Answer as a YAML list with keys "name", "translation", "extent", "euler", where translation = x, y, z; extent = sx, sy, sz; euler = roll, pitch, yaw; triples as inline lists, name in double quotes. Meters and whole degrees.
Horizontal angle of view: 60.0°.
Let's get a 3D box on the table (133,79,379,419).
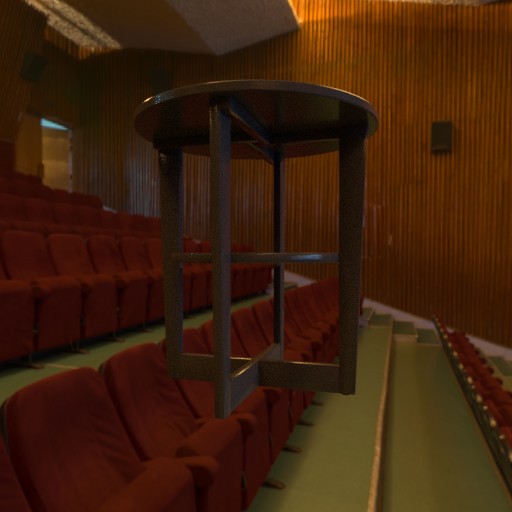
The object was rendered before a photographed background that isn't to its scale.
- name: "table"
  translation: [0.000, 0.000, 0.938]
  extent: [0.500, 0.550, 0.500]
  euler: [0, 0, 0]
